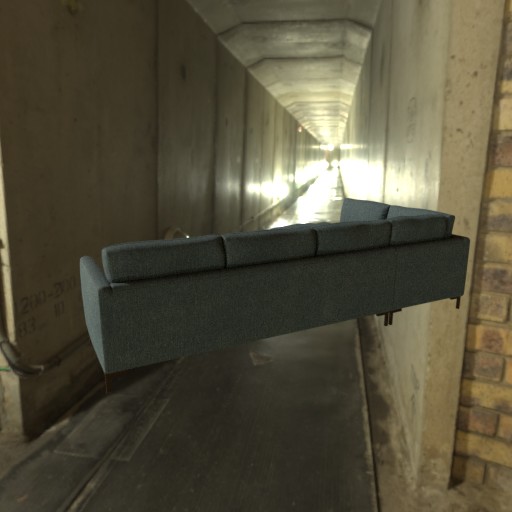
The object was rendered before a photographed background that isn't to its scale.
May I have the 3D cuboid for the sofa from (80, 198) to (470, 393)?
[{"bbox_3d":[0.000,0.000,3.848,2.949,0.815,2.007,-7,16,-27],"label":"sofa"}]
